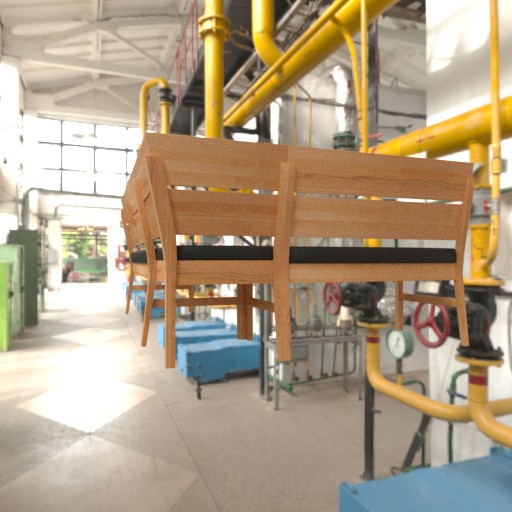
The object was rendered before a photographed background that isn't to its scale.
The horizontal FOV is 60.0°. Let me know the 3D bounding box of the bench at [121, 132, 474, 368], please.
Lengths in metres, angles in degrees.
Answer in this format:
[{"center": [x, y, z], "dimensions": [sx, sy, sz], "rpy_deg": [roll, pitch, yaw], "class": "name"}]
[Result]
[{"center": [0.000, 0.000, 2.792], "dimensions": [1.548, 0.890, 1.948], "rpy_deg": [0, -1, -20], "class": "bench"}]
